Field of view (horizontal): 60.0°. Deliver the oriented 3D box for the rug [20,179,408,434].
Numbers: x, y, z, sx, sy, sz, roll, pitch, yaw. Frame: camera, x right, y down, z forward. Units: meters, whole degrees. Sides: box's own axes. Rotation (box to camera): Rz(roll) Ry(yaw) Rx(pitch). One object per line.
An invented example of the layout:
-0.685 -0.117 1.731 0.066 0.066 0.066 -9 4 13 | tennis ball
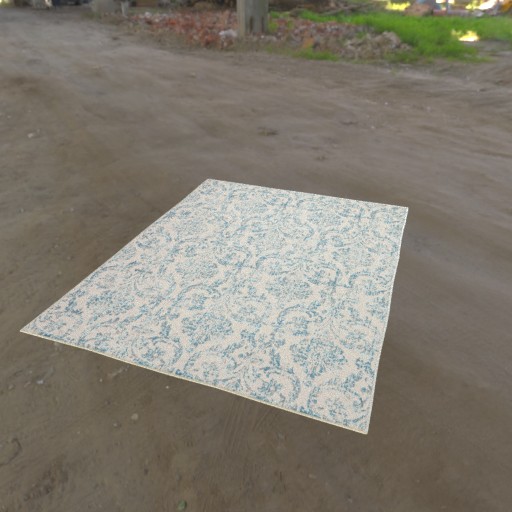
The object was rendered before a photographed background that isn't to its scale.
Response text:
0.000 0.000 3.889 2.363 0.012 2.980 11 33 17 | rug
